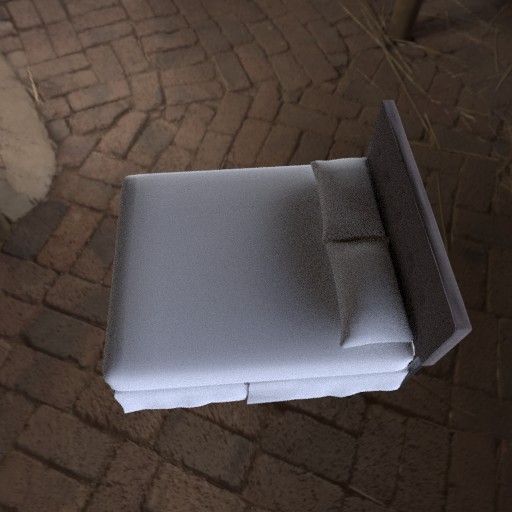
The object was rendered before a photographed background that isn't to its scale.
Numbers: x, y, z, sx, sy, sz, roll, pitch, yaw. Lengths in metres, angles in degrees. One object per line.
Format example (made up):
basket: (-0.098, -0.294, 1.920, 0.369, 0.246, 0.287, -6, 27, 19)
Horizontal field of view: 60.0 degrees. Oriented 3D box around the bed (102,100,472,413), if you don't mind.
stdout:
bed: (0.000, 0.000, 2.859, 1.894, 1.089, 1.610, -4, 59, -2)
